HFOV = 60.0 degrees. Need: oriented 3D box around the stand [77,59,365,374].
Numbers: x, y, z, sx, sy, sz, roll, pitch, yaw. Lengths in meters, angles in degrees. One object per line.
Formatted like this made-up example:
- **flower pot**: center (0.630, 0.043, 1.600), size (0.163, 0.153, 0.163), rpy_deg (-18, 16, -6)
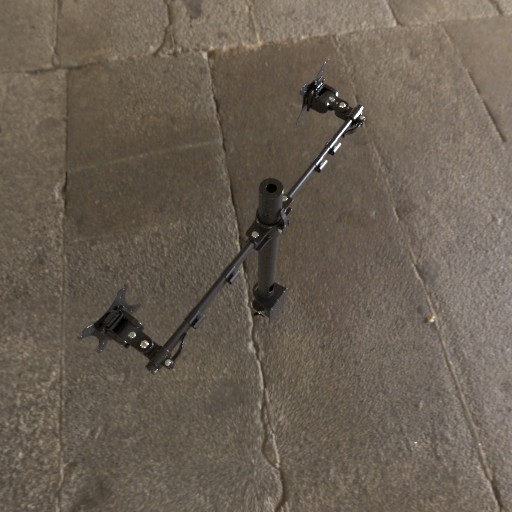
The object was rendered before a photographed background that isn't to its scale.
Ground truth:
- **stand**: center (0.000, 0.000, 1.021), size (0.150, 0.603, 0.743), rpy_deg (33, 69, 14)
